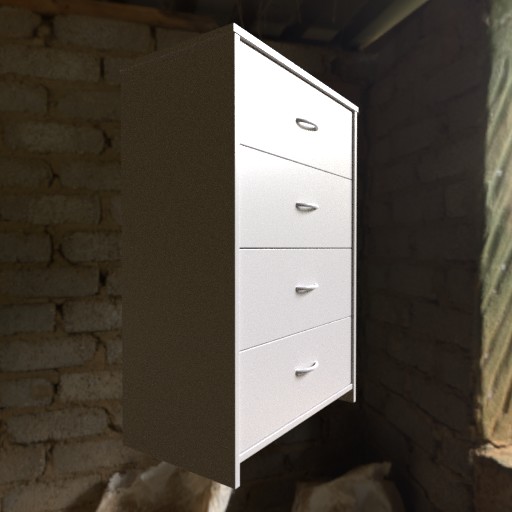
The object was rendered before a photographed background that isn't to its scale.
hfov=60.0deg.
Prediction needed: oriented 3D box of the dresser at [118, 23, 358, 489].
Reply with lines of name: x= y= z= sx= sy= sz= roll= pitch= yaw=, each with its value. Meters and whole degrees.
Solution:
dresser: x=0.000 y=0.000 z=1.360 sx=0.401 sy=1.021 sz=0.704 roll=1 pitch=1 yaw=35
